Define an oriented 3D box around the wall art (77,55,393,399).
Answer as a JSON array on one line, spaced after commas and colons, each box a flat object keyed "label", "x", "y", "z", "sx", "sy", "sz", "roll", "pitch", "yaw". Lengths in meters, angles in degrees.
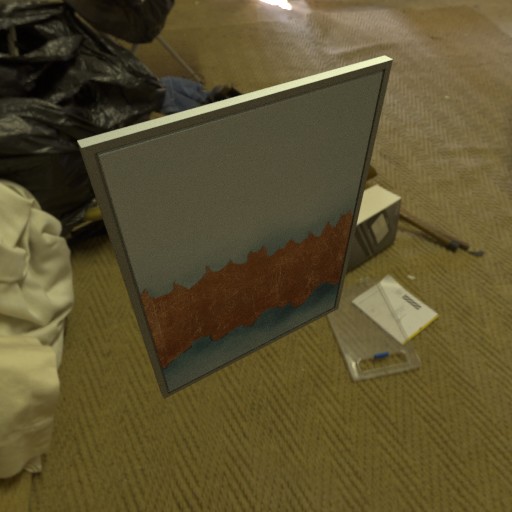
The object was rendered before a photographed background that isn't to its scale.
[{"label": "wall art", "x": 0.000, "y": 0.000, "z": 1.367, "sx": 0.789, "sy": 1.042, "sz": 0.034, "roll": -23, "pitch": 51, "yaw": -21}]
